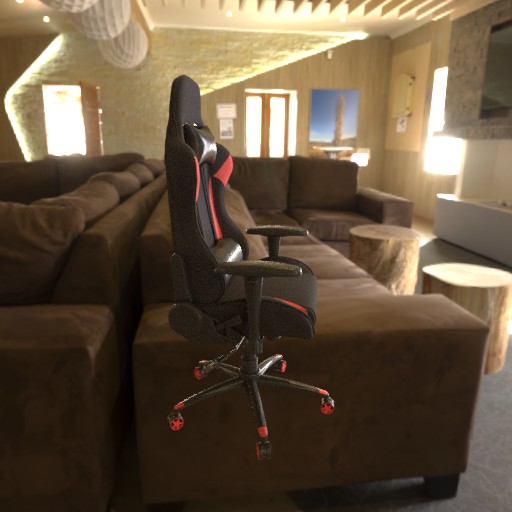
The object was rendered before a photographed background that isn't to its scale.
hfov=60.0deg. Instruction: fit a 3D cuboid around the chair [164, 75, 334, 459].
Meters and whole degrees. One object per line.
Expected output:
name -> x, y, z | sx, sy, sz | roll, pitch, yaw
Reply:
chair -> 0.000, 0.000, 1.735 | 0.658, 1.326, 0.695 | 2, 15, 8
